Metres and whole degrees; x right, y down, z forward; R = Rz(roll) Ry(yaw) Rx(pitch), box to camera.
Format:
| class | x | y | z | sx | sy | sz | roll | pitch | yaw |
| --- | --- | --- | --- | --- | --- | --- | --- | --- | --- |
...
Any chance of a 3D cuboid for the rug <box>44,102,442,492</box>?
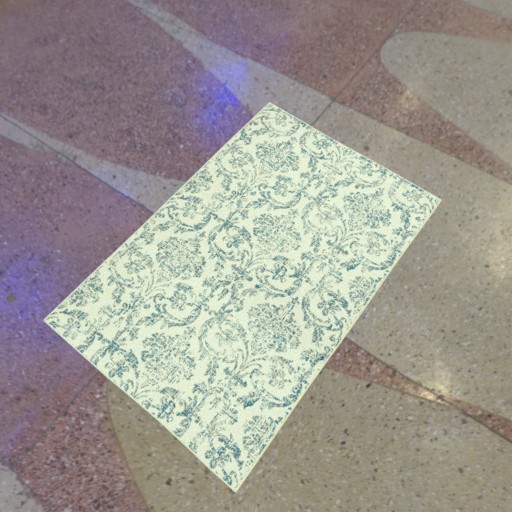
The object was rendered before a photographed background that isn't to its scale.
| class | x | y | z | sx | sy | sz | roll | pitch | yaw |
| --- | --- | --- | --- | --- | --- | --- | --- | --- | --- |
| rug | 0.000 | 0.000 | 3.480 | 1.819 | 0.018 | 2.746 | 35 | 68 | 16 |
